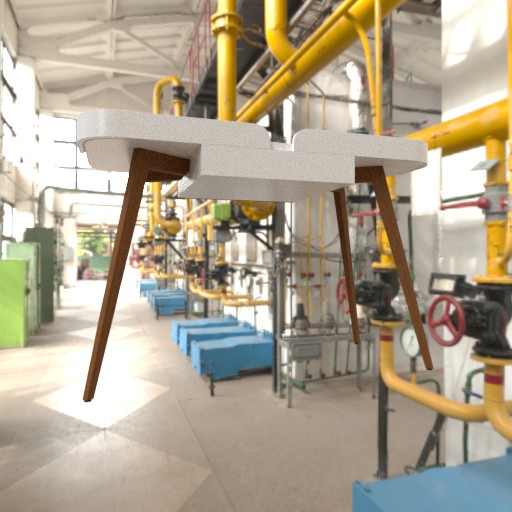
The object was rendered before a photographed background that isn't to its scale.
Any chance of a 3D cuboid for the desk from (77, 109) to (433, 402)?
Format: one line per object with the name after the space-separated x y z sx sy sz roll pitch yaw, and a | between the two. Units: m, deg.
0.000 0.000 1.632 1.206 0.807 0.534 0 0 -18 | desk
